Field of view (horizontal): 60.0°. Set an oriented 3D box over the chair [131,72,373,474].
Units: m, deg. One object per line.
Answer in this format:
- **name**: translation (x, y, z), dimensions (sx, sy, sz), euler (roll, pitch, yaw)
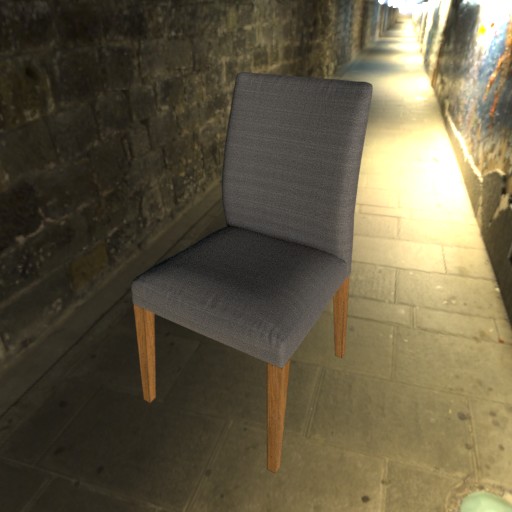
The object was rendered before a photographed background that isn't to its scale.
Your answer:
- **chair**: translation (0.000, 0.000, 1.312), dimensions (0.496, 0.940, 0.585), euler (17, 34, 28)
